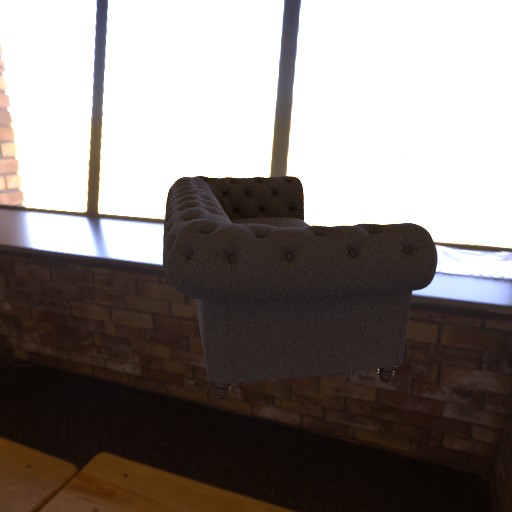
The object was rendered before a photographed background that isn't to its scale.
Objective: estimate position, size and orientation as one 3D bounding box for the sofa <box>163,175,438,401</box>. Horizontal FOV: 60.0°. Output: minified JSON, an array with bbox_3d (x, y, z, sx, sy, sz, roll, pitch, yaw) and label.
[{"bbox_3d":[0.000,0.000,2.498,0.986,0.764,1.998,-3,16,-10],"label":"sofa"}]
